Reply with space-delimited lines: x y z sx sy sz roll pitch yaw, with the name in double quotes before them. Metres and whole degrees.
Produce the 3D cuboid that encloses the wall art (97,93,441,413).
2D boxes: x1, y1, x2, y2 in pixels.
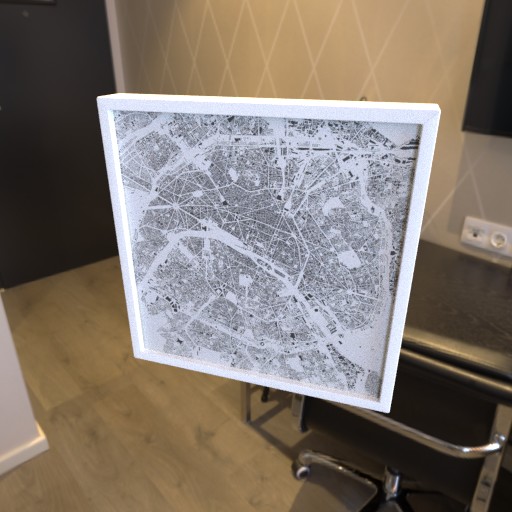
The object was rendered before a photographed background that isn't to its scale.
"wall art" 0.000 0.000 0.457 0.305 0.305 0.038 8 26 16
